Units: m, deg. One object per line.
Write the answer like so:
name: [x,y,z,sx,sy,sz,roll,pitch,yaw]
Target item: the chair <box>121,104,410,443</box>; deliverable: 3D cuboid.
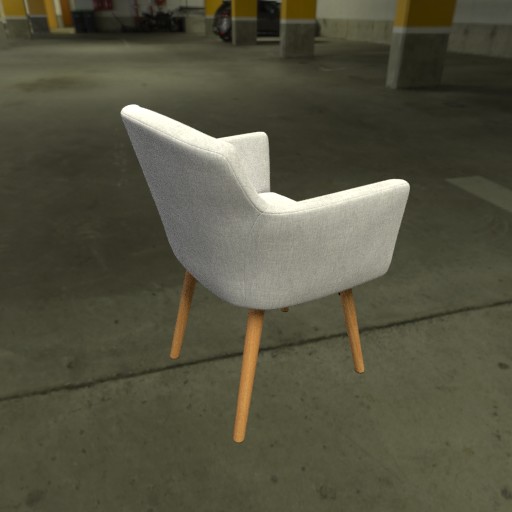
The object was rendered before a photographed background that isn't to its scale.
chair: [0.000,0.000,1.179,0.540,0.780,0.570,-18,34,-30]
